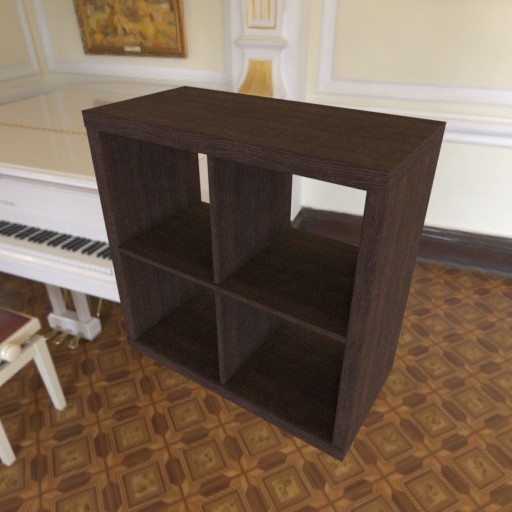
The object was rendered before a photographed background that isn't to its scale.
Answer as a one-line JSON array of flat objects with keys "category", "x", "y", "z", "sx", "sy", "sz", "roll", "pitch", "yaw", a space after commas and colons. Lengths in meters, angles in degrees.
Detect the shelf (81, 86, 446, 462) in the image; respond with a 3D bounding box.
[{"category": "shelf", "x": 0.000, "y": 0.000, "z": 1.267, "sx": 0.790, "sy": 0.786, "sz": 0.390, "roll": 19, "pitch": 36, "yaw": 28}]
